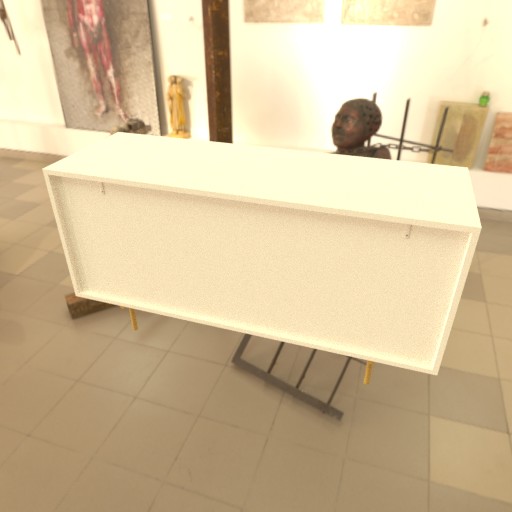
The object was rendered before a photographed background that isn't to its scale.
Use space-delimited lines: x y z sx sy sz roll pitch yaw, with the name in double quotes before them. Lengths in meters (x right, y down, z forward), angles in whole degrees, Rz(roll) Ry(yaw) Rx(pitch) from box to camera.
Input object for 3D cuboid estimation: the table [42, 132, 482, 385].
"table" 0.000 0.000 1.852 1.500 0.769 0.508 10 33 15
